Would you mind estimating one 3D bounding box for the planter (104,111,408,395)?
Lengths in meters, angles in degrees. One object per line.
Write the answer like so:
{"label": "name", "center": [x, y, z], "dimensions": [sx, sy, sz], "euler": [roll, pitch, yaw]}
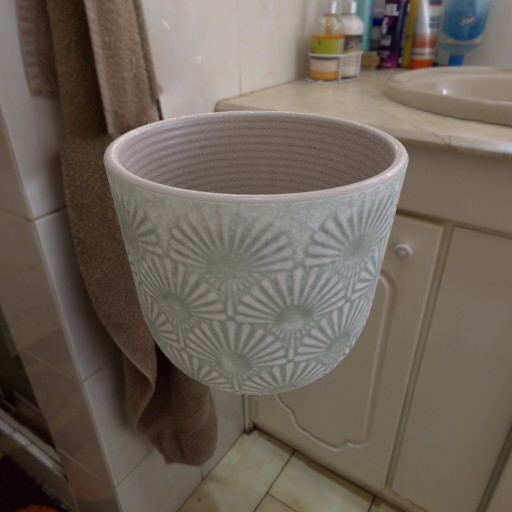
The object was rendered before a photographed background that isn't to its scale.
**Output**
{"label": "planter", "center": [0.000, 0.000, 0.294], "dimensions": [0.170, 0.152, 0.170], "euler": [0, 30, 0]}
